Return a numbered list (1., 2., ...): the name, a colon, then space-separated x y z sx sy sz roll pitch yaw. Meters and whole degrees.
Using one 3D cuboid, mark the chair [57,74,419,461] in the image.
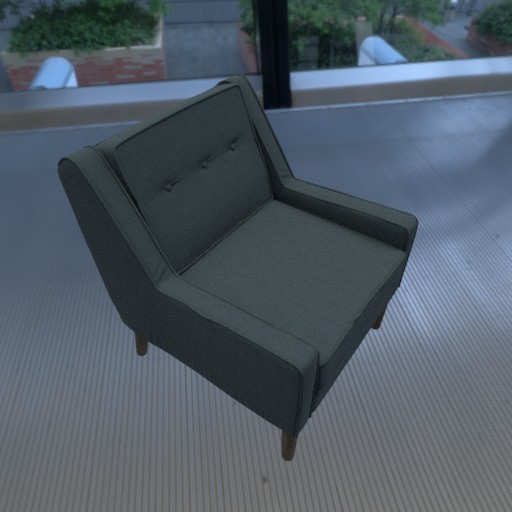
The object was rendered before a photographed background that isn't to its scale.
1. chair: 0.000 0.000 1.312 0.733 0.780 0.663 26 48 26
